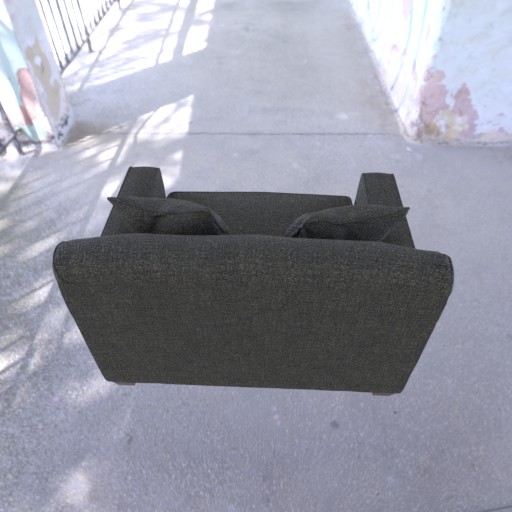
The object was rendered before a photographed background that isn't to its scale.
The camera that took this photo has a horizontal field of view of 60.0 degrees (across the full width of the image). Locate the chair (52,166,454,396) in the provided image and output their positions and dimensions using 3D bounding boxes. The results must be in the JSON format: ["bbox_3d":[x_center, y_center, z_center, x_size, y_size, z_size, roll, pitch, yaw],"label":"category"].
[{"bbox_3d":[0.000,0.000,2.098,1.383,0.948,1.000,2,46,2],"label":"chair"}]
